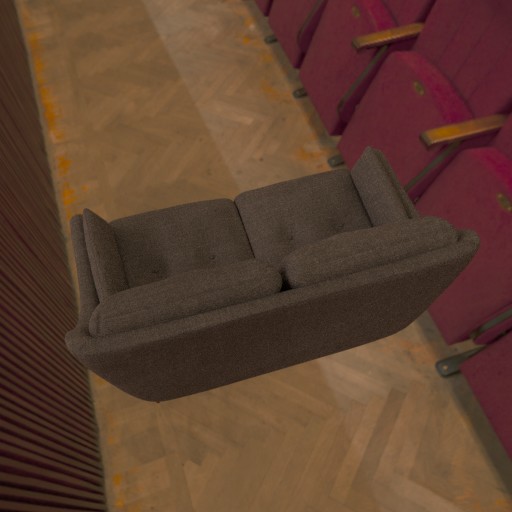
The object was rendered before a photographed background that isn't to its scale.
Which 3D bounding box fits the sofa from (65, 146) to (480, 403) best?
[{"bbox_3d":[0.000,0.000,2.137,1.646,0.887,0.976,-14,59,-9],"label":"sofa"}]
